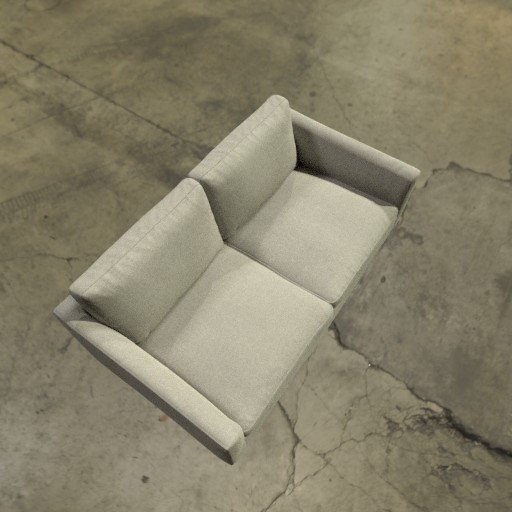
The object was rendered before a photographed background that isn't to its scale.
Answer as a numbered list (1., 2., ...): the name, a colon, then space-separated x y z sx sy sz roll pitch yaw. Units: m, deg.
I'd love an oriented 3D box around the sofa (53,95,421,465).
1. sofa: 0.000 0.000 2.566 1.091 0.839 1.905 31 63 18
